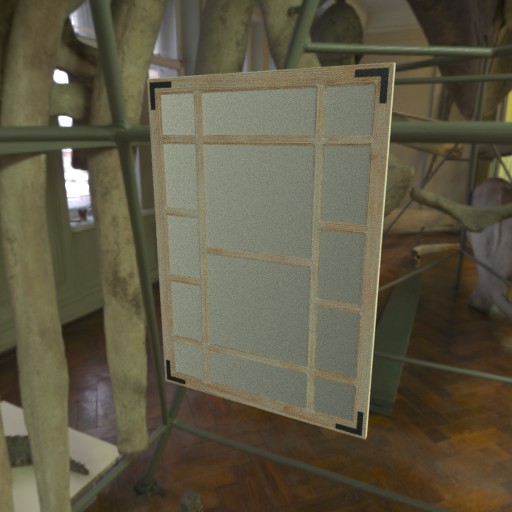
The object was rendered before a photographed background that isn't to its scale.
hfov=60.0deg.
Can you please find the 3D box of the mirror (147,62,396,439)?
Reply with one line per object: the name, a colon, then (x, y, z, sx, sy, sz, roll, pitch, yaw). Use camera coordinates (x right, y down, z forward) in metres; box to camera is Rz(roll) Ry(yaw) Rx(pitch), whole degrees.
mirror: (0.000, 0.000, 1.289, 0.705, 0.996, 0.025, 7, 17, 25)
